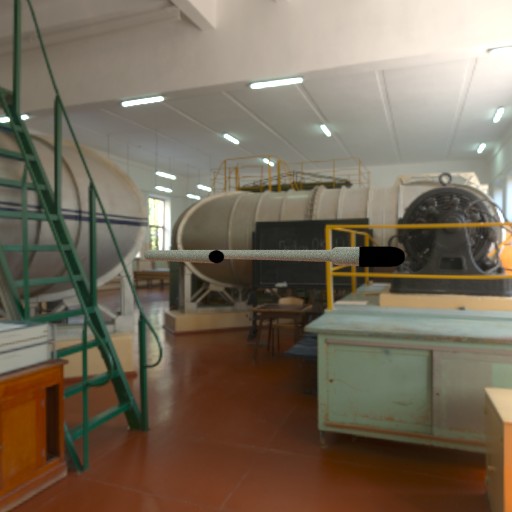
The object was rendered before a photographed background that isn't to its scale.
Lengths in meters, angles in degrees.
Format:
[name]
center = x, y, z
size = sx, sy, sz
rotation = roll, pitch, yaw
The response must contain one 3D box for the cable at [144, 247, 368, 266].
[cable]
center = 0.000, 0.000, 0.113
size = 0.041, 0.005, 0.098
rotation = -1, 1, -35
